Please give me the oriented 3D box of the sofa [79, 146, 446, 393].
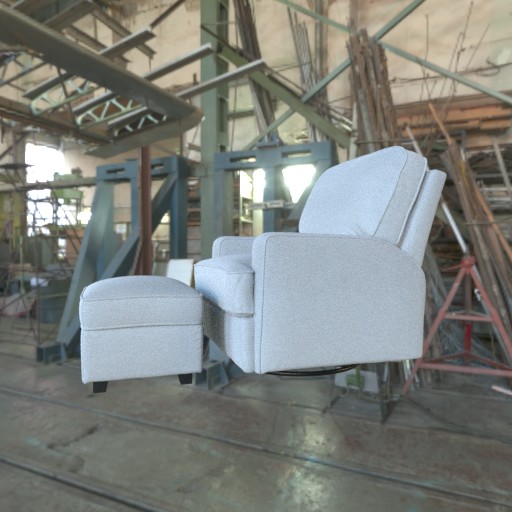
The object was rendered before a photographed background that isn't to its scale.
[{"bbox_3d":[0.000,0.000,2.009,1.472,0.959,0.861,0,1,-18],"label":"sofa"}]
